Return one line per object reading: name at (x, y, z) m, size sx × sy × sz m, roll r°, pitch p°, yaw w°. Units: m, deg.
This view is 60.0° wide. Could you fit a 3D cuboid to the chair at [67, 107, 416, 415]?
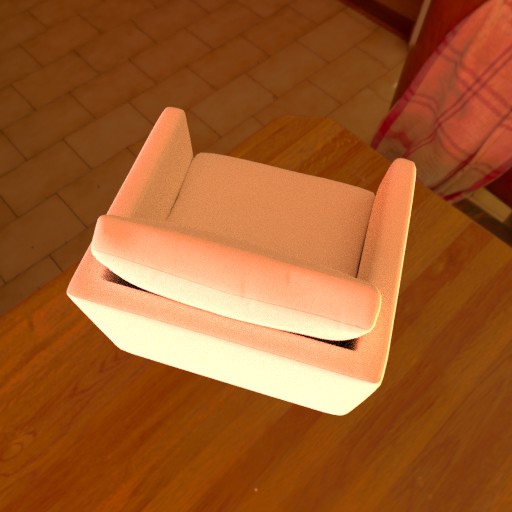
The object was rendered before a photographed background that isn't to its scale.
chair at (0.000, 0.000, 1.719) m, size 1.019 × 0.885 × 0.878 m, roll 15°, pitch 63°, yaw 8°
